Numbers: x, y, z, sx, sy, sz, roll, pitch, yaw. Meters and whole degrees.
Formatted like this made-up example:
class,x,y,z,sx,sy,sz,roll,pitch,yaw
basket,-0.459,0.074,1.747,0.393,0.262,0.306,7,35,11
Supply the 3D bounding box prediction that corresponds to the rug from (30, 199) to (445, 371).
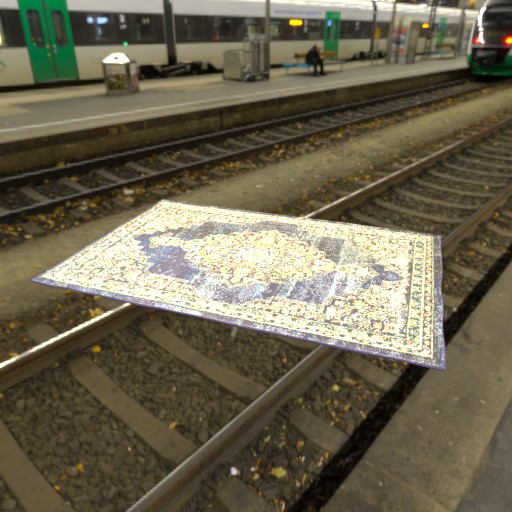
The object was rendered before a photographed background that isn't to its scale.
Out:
class,x,y,z,sx,sy,sz,roll,pitch,yaw
rug,0.000,0.000,2.253,1.781,0.012,1.184,9,28,18
